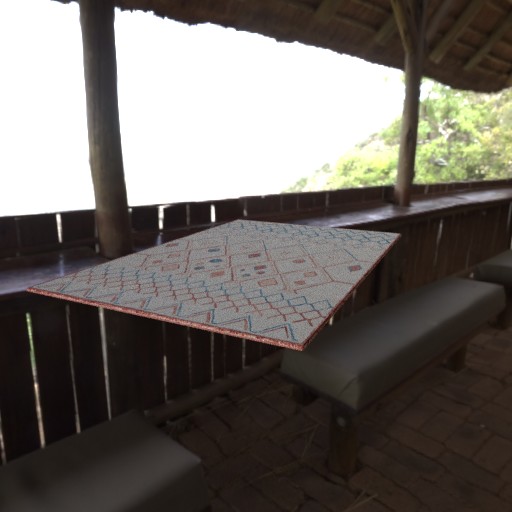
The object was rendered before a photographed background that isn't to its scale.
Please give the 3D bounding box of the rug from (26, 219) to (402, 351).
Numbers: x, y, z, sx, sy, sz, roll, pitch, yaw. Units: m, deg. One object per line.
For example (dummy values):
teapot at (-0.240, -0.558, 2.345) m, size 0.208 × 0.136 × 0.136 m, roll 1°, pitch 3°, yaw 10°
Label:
rug at (0.000, 0.000, 2.362) m, size 1.219 × 0.016 × 1.829 m, roll 7°, pitch 16°, yaw 25°
